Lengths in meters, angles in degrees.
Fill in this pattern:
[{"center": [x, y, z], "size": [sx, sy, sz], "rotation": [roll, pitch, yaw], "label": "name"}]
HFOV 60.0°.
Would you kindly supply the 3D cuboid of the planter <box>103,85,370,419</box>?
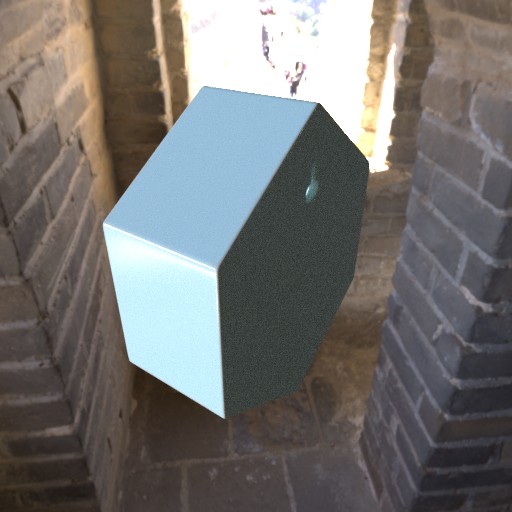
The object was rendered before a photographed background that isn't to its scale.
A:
[{"center": [0.000, 0.000, 0.294], "size": [0.078, 0.207, 0.169], "rotation": [20, 36, 29], "label": "planter"}]
